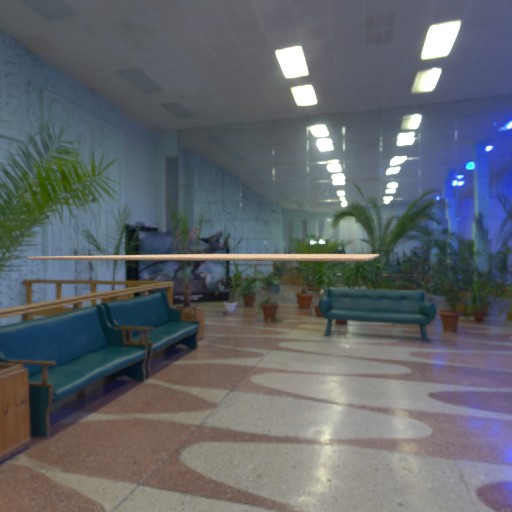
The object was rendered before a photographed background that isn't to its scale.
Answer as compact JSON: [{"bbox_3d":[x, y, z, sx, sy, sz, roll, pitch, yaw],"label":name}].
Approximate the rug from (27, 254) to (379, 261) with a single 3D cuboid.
[{"bbox_3d":[0.000,0.000,3.041,1.609,0.015,2.390,0,1,17],"label":"rug"}]
